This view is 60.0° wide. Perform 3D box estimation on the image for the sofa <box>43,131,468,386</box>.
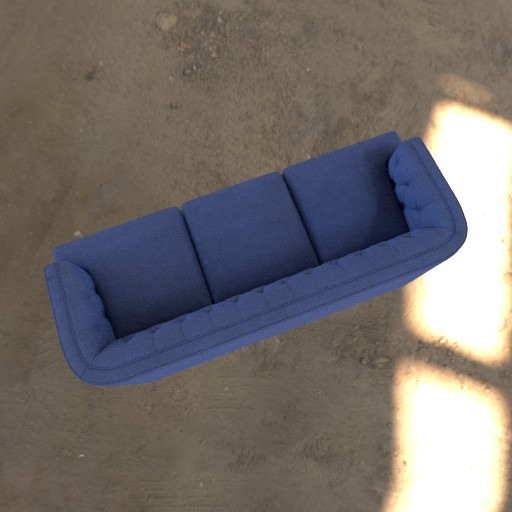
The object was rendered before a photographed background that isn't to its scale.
[{"bbox_3d":[0.000,0.000,2.635,2.235,0.787,0.914,-20,76,-5],"label":"sofa"}]
